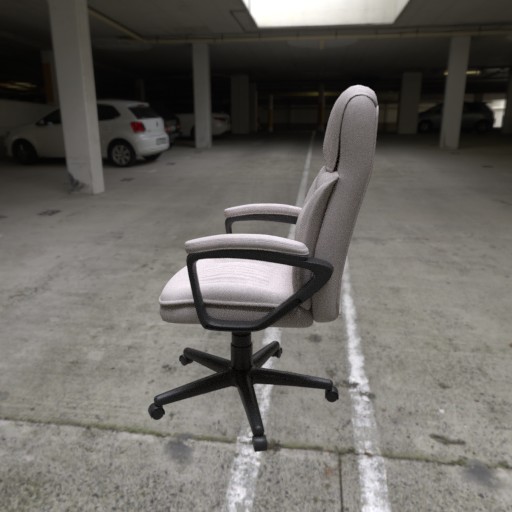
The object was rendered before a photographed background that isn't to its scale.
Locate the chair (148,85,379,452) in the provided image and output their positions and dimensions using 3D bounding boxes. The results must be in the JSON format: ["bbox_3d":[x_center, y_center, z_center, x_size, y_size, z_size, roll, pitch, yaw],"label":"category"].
[{"bbox_3d":[0.000,0.000,1.557,0.724,1.105,0.667,2,16,7],"label":"chair"}]
